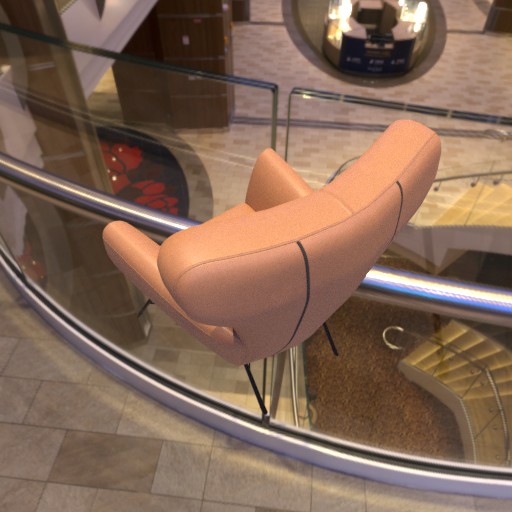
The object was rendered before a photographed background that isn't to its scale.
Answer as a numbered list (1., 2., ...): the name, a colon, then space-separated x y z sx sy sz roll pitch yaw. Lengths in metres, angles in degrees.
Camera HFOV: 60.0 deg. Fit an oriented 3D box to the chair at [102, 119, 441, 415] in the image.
1. chair: 0.000 0.000 1.707 0.980 1.050 0.900 -31 54 -26
